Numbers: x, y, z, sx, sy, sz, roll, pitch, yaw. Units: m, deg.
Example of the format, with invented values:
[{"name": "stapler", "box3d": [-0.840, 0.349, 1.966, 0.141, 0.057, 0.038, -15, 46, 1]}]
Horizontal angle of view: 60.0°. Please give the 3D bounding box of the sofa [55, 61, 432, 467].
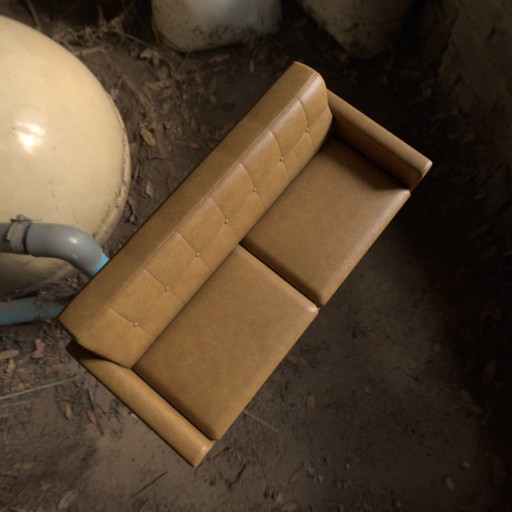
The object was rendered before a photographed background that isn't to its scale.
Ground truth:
[{"name": "sofa", "box3d": [0.000, 0.000, 2.612, 0.980, 0.892, 2.137, 38, 78, 9]}]
